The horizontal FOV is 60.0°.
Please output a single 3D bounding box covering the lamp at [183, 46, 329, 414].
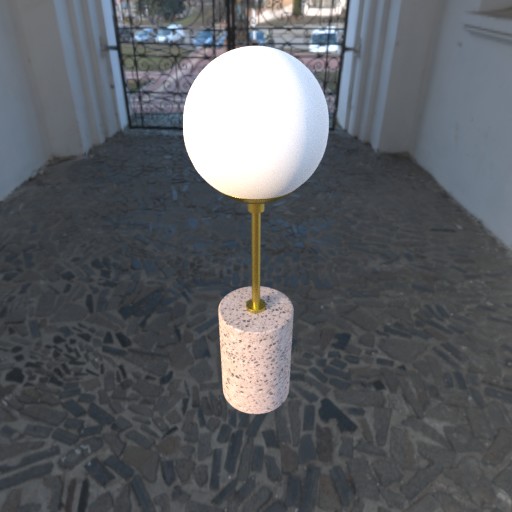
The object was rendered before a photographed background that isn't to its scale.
[{"bbox_3d":[0.000,0.000,0.558,0.153,0.480,0.153,0,32,0],"label":"lamp"}]
